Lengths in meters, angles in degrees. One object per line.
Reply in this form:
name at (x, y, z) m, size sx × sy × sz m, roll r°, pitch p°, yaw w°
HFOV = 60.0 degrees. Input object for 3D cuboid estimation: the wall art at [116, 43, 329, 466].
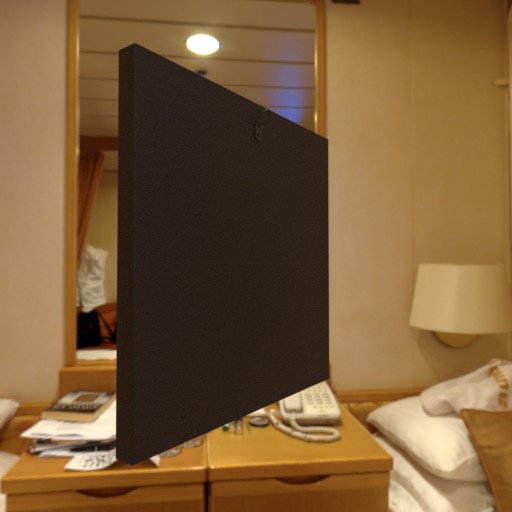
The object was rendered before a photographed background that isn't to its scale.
wall art at (0.000, 0.000, 0.508) m, size 0.038 × 0.349 × 0.349 m, roll -1°, pitch -2°, yaw 36°
